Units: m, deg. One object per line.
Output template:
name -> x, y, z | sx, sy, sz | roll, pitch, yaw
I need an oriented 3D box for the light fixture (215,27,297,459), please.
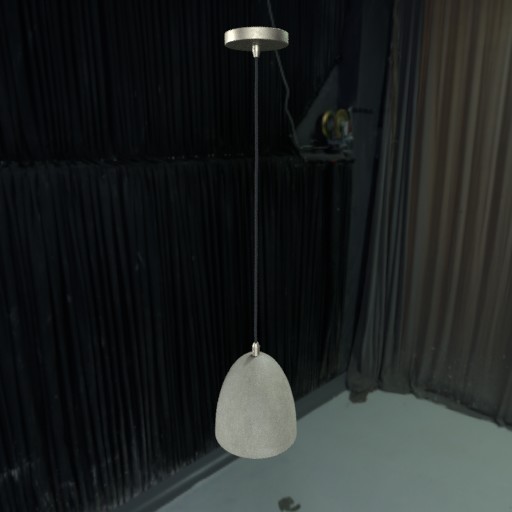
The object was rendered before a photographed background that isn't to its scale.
light fixture -> 0.000, 0.000, 0.833 | 0.170, 0.759, 0.170 | -14, 21, -43
